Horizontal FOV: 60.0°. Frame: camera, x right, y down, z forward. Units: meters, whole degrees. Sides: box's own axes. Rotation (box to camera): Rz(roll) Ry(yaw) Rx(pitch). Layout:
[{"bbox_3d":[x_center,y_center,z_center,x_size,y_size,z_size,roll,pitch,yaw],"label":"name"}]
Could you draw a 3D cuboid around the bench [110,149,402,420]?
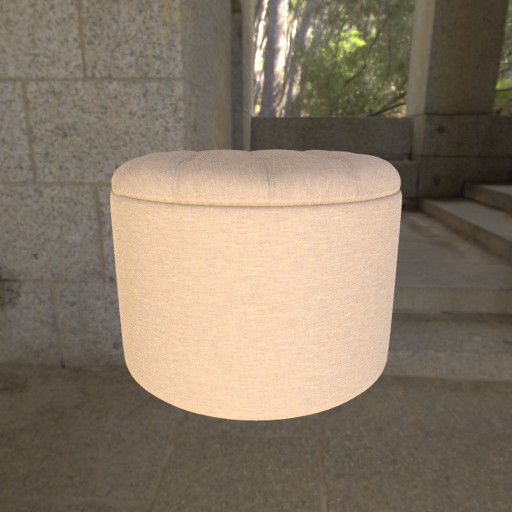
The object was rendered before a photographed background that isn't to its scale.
[{"bbox_3d":[0.000,0.000,0.992,0.600,0.454,0.600,0,15,0],"label":"bench"}]
